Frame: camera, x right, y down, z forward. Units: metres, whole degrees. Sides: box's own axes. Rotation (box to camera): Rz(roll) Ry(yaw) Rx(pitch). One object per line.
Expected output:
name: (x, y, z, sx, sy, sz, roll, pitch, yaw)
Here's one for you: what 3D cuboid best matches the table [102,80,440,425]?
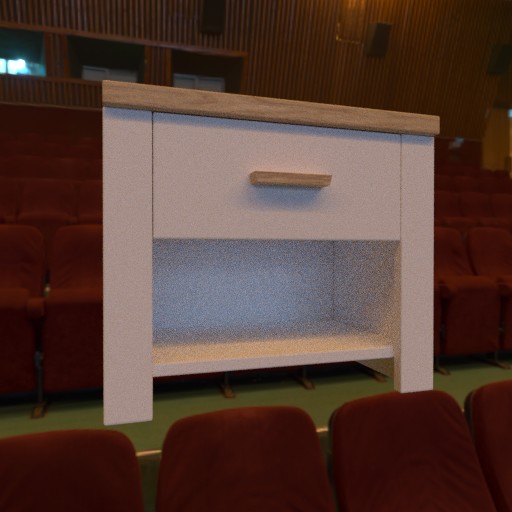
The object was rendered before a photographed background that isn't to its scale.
table: (0.000, 0.000, 0.781, 0.500, 0.440, 0.360, 0, 1, -17)
